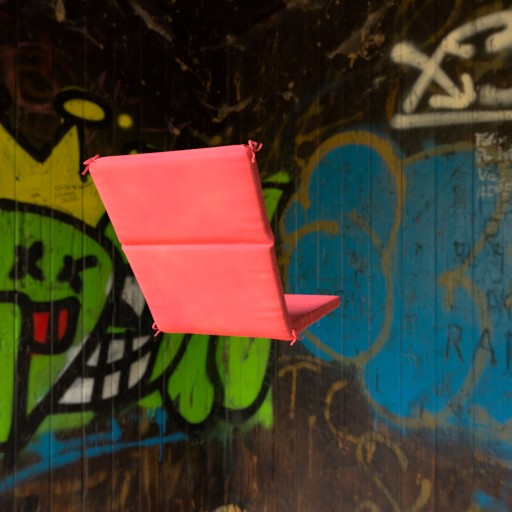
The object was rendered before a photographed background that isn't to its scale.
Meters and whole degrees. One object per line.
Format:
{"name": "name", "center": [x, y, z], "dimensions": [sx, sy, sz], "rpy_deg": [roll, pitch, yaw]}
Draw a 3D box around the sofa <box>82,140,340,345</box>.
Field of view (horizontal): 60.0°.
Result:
{"name": "sofa", "center": [0.000, 0.000, 2.004], "dimensions": [0.582, 0.622, 1.663], "rpy_deg": [0, 0, 19]}
